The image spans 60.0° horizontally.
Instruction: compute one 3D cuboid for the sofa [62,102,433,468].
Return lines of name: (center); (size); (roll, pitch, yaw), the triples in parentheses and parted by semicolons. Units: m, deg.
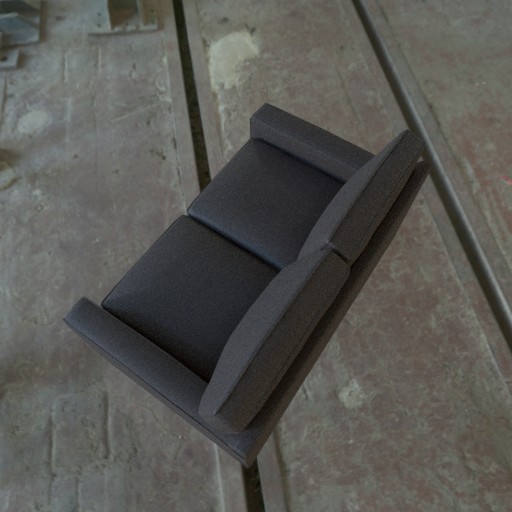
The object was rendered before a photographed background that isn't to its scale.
sofa: (0.000, 0.000, 2.127); (0.974, 0.887, 1.534); (31, 66, 15)
